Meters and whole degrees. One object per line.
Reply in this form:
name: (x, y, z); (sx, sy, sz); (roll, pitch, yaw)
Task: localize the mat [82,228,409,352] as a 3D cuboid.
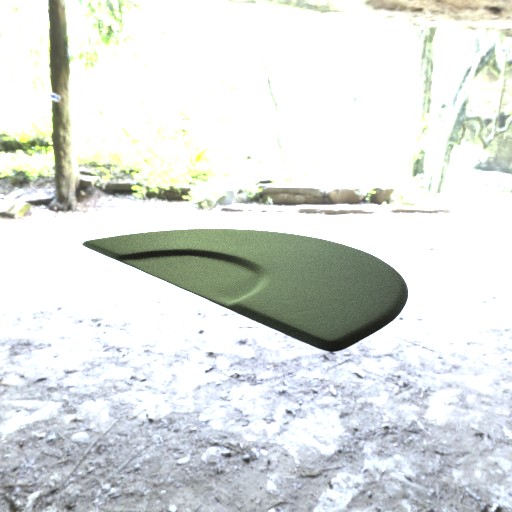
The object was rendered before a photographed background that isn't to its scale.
mat: (0.000, 0.000, 1.895); (0.917, 0.022, 1.525); (-14, 21, -41)
